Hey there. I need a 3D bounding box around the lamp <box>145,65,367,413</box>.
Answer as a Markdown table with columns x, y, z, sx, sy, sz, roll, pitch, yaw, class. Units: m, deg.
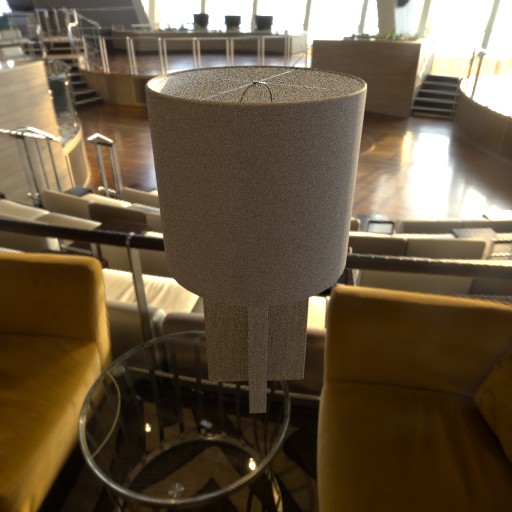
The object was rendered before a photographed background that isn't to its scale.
| x | y | z | sx | sy | sz | roll | pitch | yaw | class |
| --- | --- | --- | --- | --- | --- | --- | --- | --- | --- |
| 0.000 | 0.000 | 0.574 | 0.229 | 0.428 | 0.229 | -1 | 31 | -2 | lamp |
